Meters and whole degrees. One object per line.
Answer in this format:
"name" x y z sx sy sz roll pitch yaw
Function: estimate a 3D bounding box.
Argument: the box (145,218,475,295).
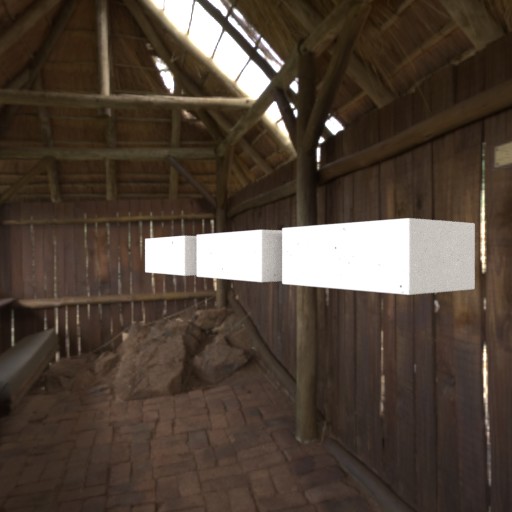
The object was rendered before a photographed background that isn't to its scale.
"box" 0.000 0.000 0.501 0.082 0.051 0.461 0 0 -35
